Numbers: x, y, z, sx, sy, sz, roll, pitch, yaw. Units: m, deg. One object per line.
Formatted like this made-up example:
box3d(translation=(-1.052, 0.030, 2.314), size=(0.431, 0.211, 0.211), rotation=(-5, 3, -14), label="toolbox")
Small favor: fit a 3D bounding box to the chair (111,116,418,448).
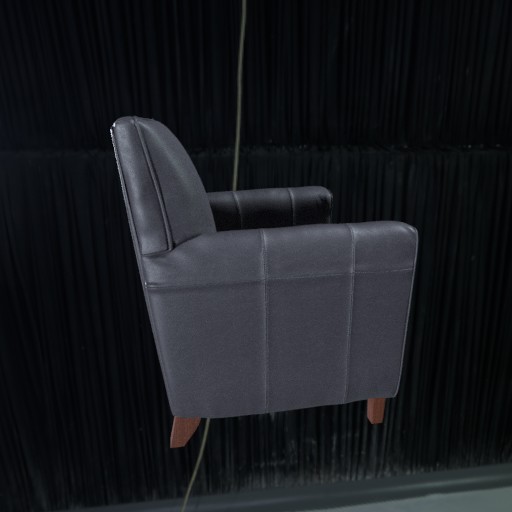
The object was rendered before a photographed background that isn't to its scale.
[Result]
box3d(translation=(0.000, 0.000, 1.586), size=(0.825, 0.943, 0.870), rotation=(-3, 17, -9), label="chair")
